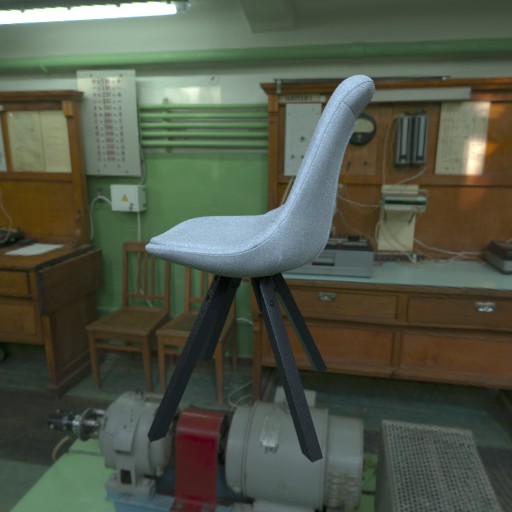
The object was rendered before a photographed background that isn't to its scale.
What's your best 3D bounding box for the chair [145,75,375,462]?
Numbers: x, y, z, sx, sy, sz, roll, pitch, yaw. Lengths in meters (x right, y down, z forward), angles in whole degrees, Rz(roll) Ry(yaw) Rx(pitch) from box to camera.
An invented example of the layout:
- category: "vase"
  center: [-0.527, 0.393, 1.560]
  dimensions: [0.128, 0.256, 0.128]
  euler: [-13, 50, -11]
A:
- category: "chair"
  center: [0.000, 0.000, 1.168]
  dimensions: [0.550, 0.850, 0.485]
  euler: [2, 15, 9]
